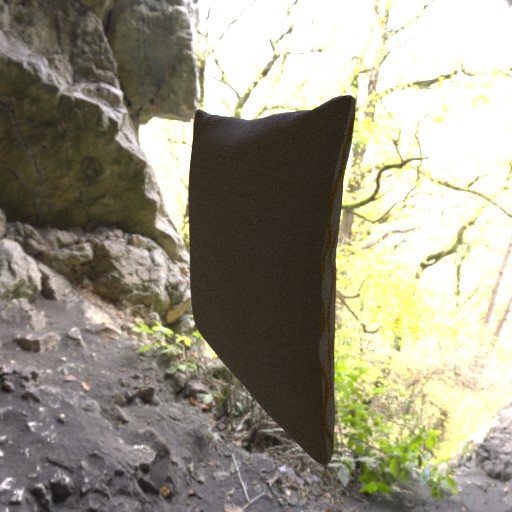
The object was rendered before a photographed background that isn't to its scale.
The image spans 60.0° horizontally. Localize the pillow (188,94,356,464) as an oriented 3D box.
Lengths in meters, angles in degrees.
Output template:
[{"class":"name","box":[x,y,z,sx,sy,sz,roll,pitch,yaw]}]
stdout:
[{"class":"pillow","box":[0.000,0.000,0.667,0.159,0.436,0.429,-8,18,-27]}]
